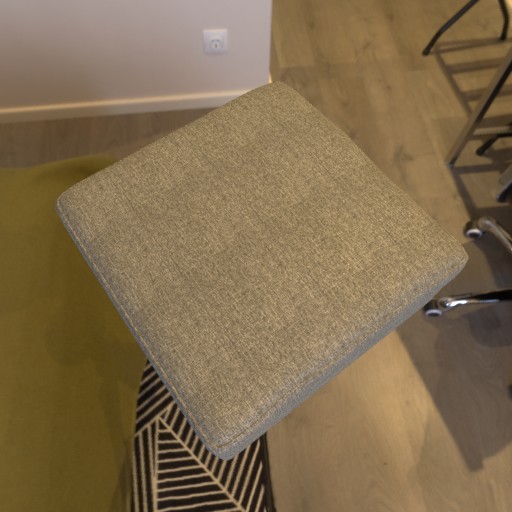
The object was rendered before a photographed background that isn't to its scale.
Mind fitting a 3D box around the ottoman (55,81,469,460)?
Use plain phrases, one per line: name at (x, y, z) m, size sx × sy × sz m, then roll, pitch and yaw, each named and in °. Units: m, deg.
ottoman at (0.000, 0.000, 1.360) m, size 0.838 × 0.481 × 0.838 m, roll -33°, pitch 68°, yaw -16°
